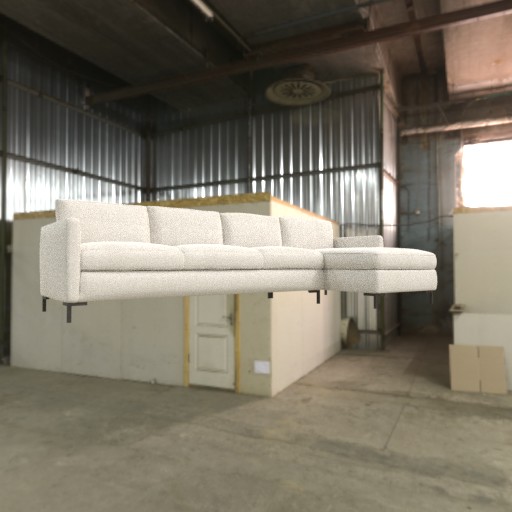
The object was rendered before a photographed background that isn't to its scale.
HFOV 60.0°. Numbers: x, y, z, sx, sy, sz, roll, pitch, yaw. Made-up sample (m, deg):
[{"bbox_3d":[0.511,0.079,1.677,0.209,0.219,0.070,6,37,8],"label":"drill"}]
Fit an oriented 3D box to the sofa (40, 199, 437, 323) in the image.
[{"bbox_3d":[0.000,0.000,2.921,2.445,0.677,1.126,1,-1,-36],"label":"sofa"}]
